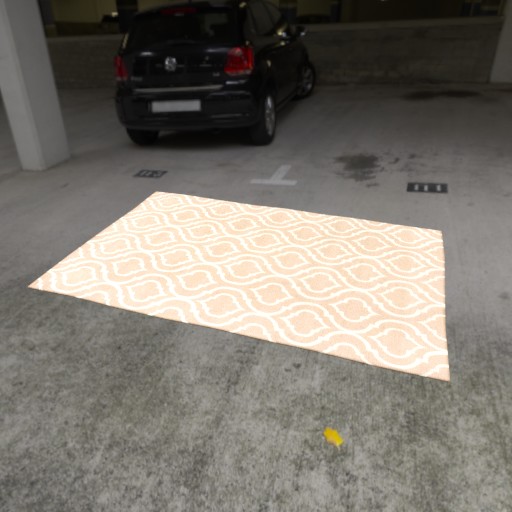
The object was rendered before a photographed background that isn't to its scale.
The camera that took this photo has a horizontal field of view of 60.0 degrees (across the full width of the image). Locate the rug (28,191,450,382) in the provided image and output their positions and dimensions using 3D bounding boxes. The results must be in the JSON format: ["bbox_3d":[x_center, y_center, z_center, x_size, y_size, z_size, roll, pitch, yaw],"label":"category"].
[{"bbox_3d":[0.000,0.000,2.180,1.761,0.013,1.152,10,32,16],"label":"rug"}]
